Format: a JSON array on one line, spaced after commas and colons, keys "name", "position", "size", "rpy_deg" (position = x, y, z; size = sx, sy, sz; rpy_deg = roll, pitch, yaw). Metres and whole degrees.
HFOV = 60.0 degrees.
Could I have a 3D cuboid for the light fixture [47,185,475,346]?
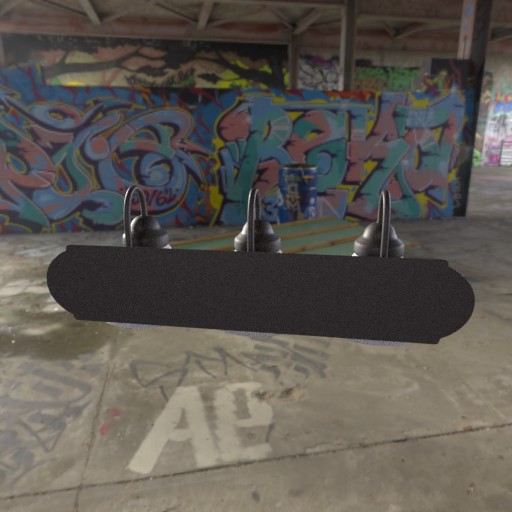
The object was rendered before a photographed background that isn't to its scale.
[{"name": "light fixture", "position": [0.000, 0.000, 0.712], "size": [0.610, 0.222, 0.199], "rpy_deg": [2, 16, 9]}]
